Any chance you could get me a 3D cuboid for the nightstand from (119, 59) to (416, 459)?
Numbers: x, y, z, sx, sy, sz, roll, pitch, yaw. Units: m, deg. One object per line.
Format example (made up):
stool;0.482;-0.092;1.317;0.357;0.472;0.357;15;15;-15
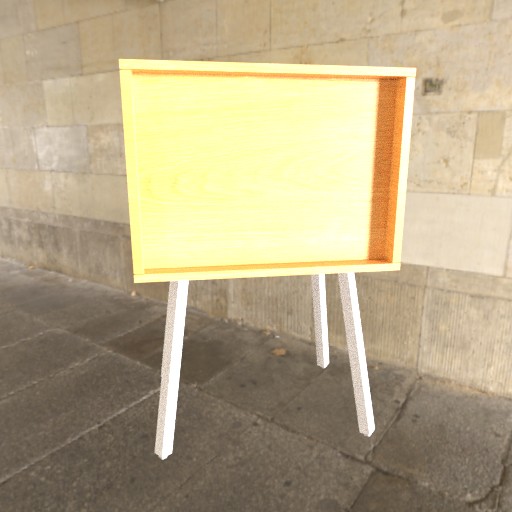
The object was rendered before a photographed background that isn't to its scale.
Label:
nightstand;0.000;0.000;0.810;0.400;0.601;0.316;-2;14;-9
